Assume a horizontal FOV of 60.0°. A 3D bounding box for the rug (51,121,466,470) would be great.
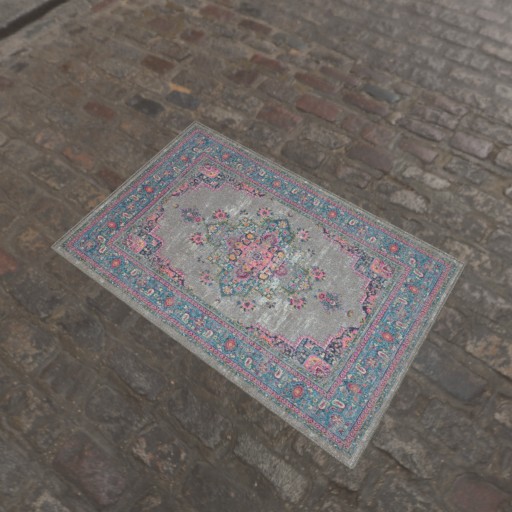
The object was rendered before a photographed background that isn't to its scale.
[{"bbox_3d":[0.000,0.000,2.216,1.748,0.014,1.144,32,64,18],"label":"rug"}]
